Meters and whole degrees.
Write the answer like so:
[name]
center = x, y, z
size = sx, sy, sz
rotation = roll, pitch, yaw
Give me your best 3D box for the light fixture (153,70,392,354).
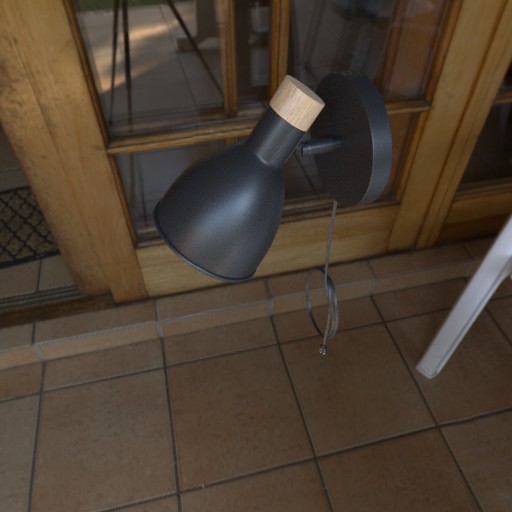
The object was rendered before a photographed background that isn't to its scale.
[light fixture]
center = 0.000, 0.000, 0.500
size = 0.203, 0.401, 0.127
rotation = -14, 49, -13
